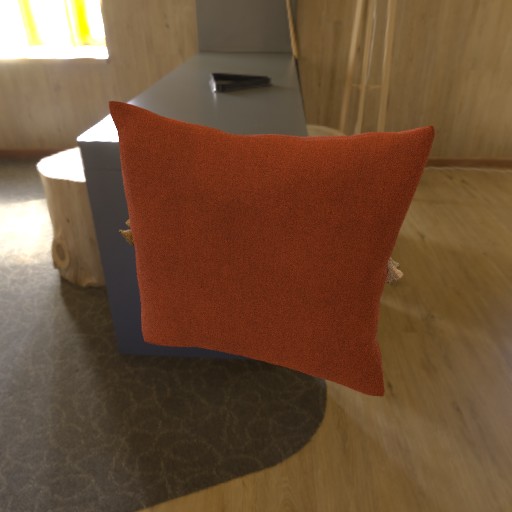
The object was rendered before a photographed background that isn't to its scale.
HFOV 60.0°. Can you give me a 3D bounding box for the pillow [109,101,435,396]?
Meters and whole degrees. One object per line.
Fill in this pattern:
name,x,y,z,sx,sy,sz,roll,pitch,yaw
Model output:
pillow,0.000,0.000,0.746,0.490,0.482,0.165,10,33,15
